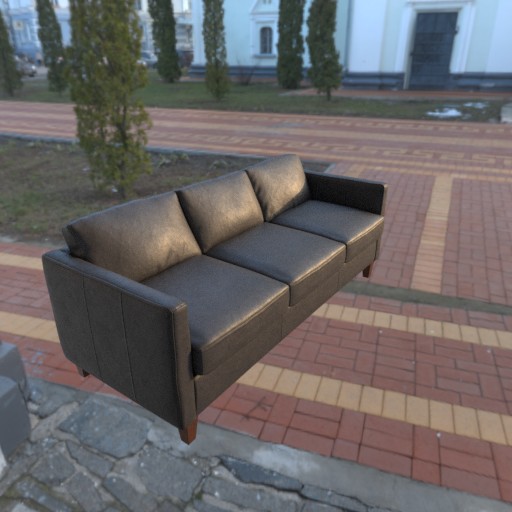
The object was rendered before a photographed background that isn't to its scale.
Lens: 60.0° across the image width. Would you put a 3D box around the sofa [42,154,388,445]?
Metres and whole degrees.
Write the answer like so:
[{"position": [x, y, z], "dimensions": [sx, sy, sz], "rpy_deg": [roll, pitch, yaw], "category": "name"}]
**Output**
[{"position": [0.000, 0.000, 3.071], "dimensions": [1.045, 1.006, 2.464], "rpy_deg": [17, 29, 32], "category": "sofa"}]
